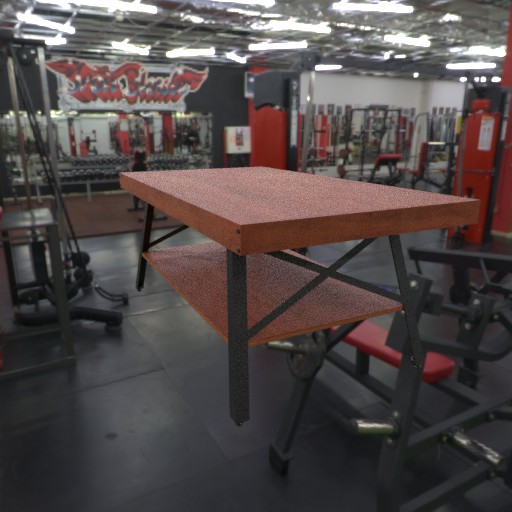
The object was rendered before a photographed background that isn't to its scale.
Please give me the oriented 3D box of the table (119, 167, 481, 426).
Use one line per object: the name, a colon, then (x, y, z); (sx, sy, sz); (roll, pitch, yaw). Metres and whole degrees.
table: (0.000, 0.000, 1.397); (0.610, 0.457, 1.067); (-8, 18, -26)
